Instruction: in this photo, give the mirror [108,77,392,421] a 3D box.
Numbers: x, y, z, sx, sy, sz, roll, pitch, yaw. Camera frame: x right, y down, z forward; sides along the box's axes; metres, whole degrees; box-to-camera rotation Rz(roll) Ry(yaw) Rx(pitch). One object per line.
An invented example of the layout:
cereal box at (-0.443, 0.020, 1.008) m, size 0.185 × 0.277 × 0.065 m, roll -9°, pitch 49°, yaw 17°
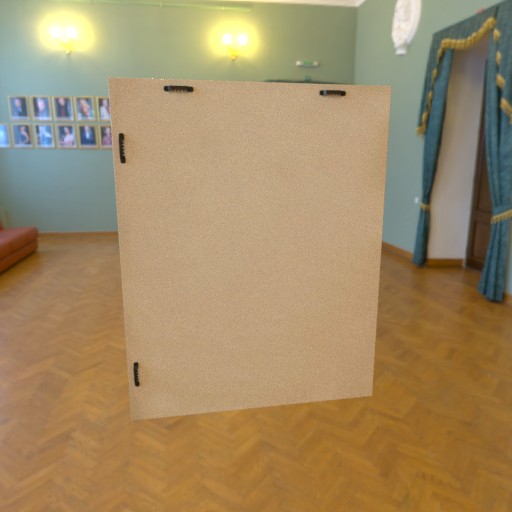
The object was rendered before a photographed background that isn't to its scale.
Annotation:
mirror at (0.000, 0.000, 0.694) m, size 0.406 × 0.509 × 0.041 m, roll -2°, pitch 13°, yaw -10°
